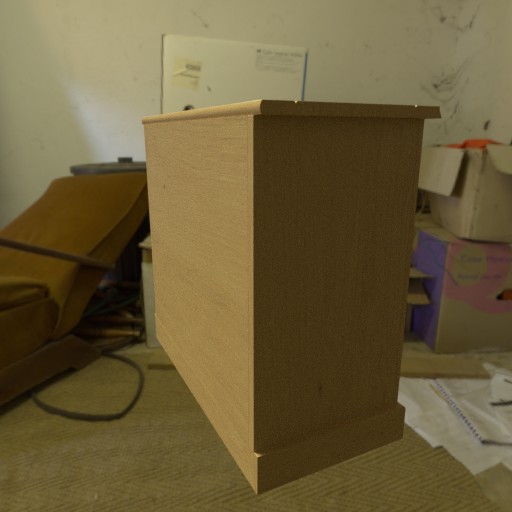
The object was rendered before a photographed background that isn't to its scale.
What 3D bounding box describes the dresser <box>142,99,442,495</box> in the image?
[{"bbox_3d":[0.000,0.000,1.359,0.440,0.835,0.915,-7,17,-25],"label":"dresser"}]
